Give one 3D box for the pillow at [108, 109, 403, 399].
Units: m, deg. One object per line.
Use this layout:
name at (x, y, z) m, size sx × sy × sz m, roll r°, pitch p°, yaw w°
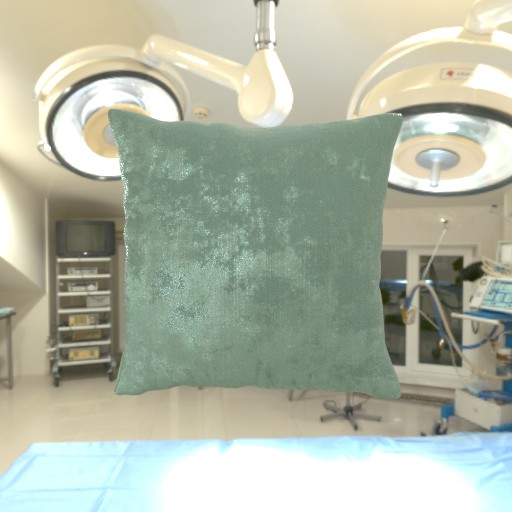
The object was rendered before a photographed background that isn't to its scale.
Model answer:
pillow at (0.000, 0.000, 0.714) m, size 0.470 × 0.464 × 0.175 m, roll 0°, pitch 2°, yaw 0°
